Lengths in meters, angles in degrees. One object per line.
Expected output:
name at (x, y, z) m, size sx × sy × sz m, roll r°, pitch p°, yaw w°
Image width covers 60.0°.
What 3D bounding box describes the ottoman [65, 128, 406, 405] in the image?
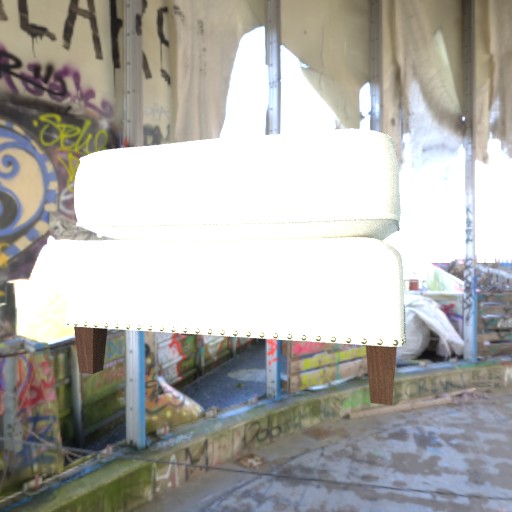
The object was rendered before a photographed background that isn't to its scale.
ottoman at (0.000, 0.000, 1.152) m, size 0.738 × 0.537 × 0.589 m, roll 0°, pitch 0°, yaw 18°
